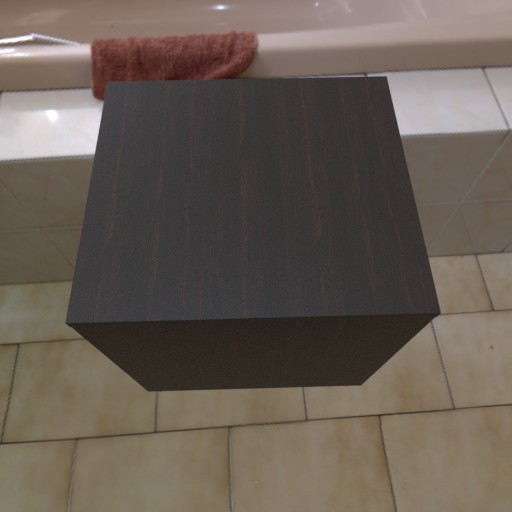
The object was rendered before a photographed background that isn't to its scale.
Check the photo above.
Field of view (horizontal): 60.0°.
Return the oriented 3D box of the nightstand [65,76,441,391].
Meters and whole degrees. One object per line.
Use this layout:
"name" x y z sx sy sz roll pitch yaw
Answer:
"nightstand" 0.000 0.000 0.821 0.461 0.460 0.400 -1 63 -1
